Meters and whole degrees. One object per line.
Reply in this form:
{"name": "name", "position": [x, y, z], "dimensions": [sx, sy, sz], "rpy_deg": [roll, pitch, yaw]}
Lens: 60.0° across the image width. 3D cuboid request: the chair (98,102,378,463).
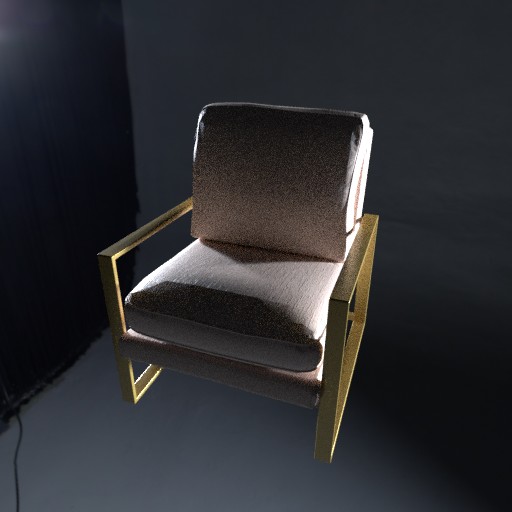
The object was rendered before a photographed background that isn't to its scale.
{"name": "chair", "position": [0.000, 0.000, 1.570], "dimensions": [0.758, 0.956, 0.813], "rpy_deg": [10, 29, 18]}
